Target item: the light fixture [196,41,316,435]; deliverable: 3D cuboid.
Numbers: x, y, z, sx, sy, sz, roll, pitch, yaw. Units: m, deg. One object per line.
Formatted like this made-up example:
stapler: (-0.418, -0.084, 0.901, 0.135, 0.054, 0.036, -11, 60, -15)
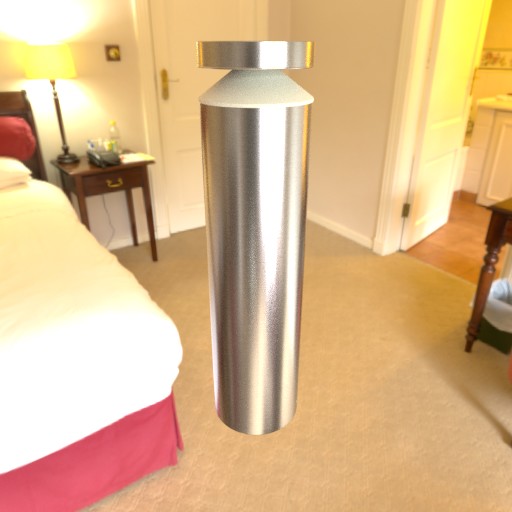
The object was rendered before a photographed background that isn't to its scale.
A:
light fixture: (0.000, 0.000, 0.459, 0.102, 0.400, 0.102, 8, 27, 16)
